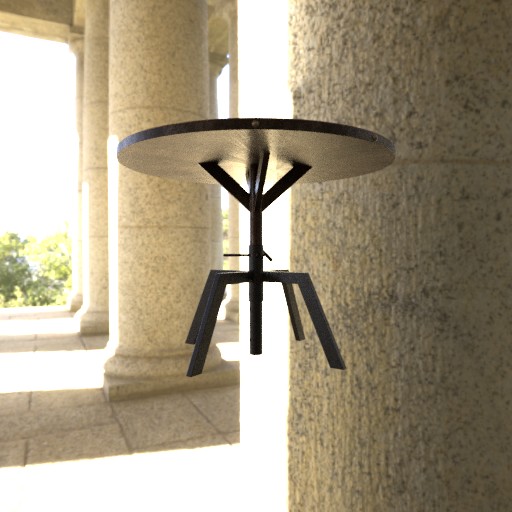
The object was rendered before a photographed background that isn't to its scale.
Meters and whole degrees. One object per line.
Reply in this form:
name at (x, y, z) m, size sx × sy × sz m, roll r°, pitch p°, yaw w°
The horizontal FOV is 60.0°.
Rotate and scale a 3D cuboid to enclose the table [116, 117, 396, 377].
table at (0.000, 0.000, 1.477) m, size 0.885 × 0.658 × 0.885 m, roll 0°, pitch 1°, yaw 0°
